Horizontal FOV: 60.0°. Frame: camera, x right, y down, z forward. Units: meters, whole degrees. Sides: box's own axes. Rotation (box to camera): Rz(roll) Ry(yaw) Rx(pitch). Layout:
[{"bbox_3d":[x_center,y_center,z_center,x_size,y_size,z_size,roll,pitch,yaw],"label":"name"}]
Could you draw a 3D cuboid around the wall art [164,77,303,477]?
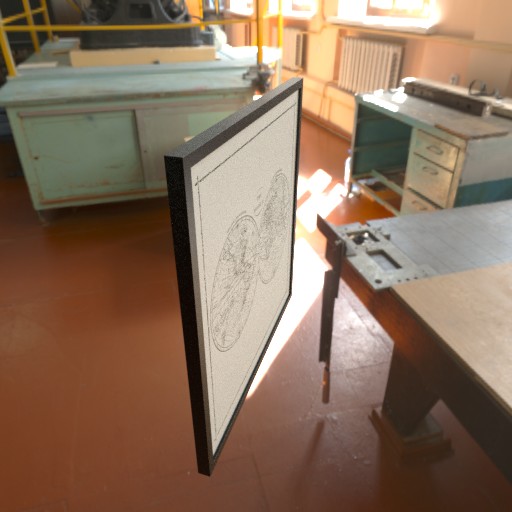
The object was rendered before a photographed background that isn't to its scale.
[{"bbox_3d":[0.000,0.000,1.171,0.031,0.775,0.773,10,32,16],"label":"wall art"}]
